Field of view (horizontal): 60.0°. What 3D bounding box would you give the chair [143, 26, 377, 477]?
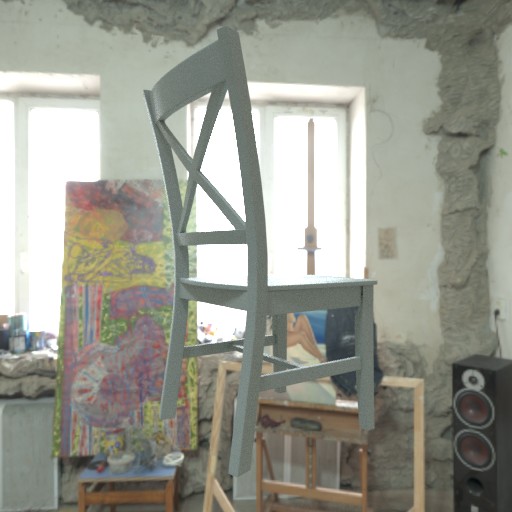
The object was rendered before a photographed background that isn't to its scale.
[{"bbox_3d":[0.000,0.000,1.282,0.542,0.983,0.485,0,1,-35],"label":"chair"}]
